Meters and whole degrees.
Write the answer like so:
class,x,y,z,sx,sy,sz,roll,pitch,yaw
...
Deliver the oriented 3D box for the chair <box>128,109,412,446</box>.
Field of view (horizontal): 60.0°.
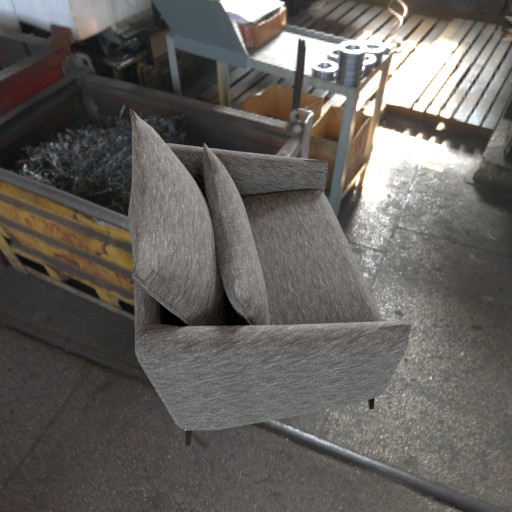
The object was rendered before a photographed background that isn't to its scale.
class,x,y,z,sx,sy,sz,roll,pitch,yaw
chair,0.000,0.000,1.626,0.805,0.842,1.004,-8,48,-7
